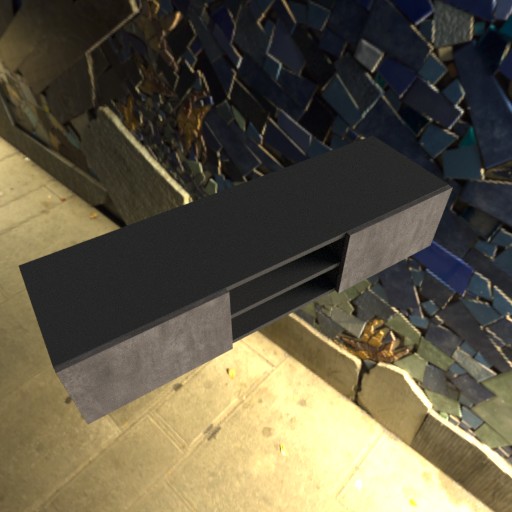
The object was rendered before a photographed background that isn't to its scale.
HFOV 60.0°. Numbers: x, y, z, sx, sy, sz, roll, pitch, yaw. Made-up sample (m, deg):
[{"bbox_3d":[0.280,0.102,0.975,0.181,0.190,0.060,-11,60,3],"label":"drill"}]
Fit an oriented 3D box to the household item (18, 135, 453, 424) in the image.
[{"bbox_3d":[0.000,0.000,1.560,1.400,0.310,0.420,-24,50,-22],"label":"household item"}]
